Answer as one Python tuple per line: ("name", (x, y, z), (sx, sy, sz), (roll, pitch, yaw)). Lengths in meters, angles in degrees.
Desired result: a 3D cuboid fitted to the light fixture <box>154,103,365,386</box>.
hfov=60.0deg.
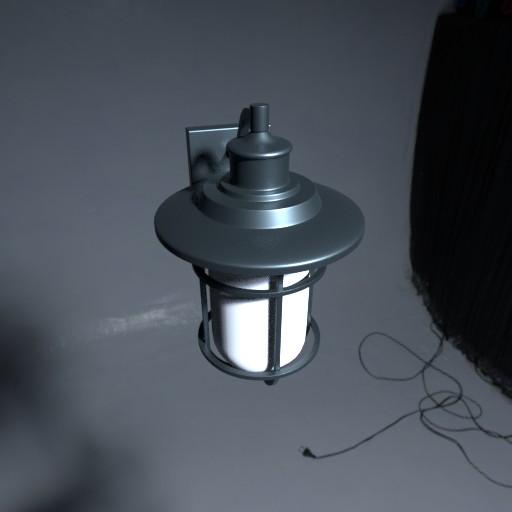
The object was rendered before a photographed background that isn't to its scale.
("light fixture", (0.000, 0.000, 0.517), (0.222, 0.345, 0.252), (-9, 31, -15))
